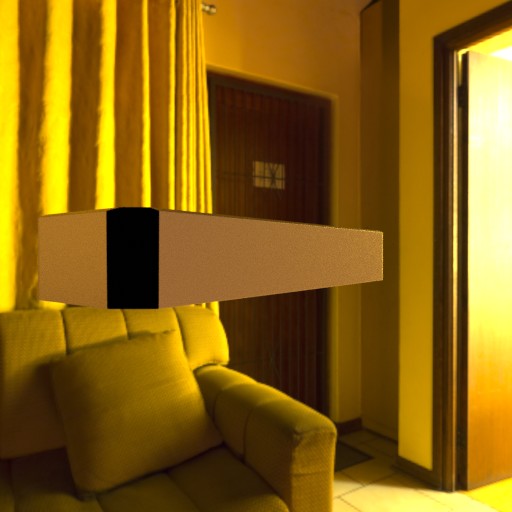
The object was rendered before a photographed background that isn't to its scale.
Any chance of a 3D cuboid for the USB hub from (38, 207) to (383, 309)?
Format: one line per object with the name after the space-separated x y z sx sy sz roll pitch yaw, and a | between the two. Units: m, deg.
0.000 0.000 0.165 0.044 0.023 0.145 0 1 37 | USB hub
